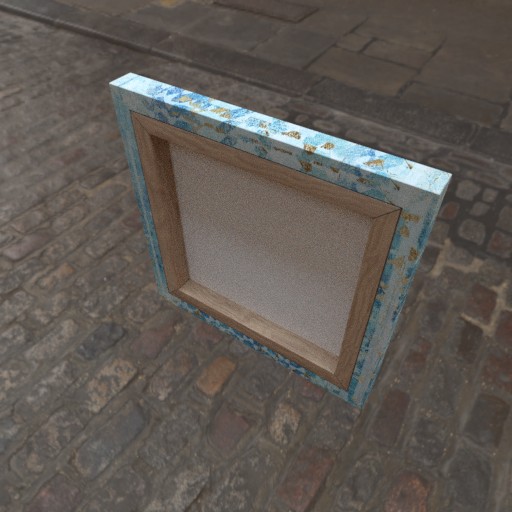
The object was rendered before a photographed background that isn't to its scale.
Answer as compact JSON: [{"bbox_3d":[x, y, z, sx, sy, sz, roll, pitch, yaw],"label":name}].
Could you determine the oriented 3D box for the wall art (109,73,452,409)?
[{"bbox_3d":[0.000,0.000,0.616,0.405,0.405,0.037,25,50,23],"label":"wall art"}]
